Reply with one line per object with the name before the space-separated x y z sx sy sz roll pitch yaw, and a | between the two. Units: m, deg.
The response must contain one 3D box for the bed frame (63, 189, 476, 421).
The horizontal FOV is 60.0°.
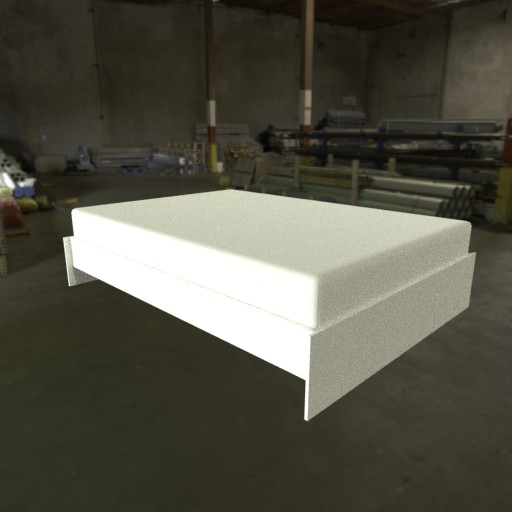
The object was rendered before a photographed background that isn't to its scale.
bed frame | 0.000 0.000 2.603 1.445 0.497 1.945 -15 22 -43
